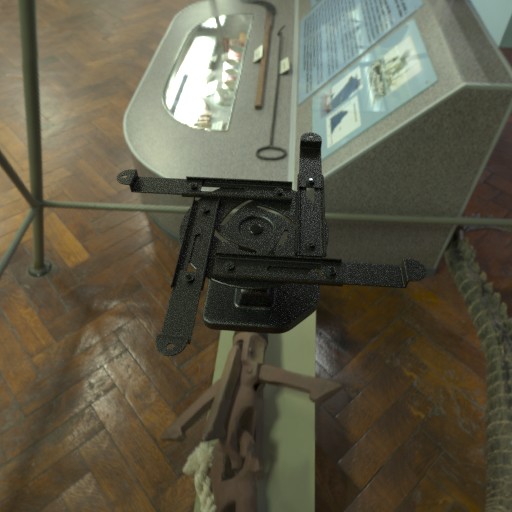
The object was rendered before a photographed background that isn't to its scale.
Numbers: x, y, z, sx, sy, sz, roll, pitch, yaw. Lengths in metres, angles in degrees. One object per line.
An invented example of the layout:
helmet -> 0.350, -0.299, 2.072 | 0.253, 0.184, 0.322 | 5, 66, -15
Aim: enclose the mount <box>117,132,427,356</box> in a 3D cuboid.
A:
mount -> 0.000, 0.000, 0.605 | 0.394, 0.141, 0.394 | 3, 48, 3
